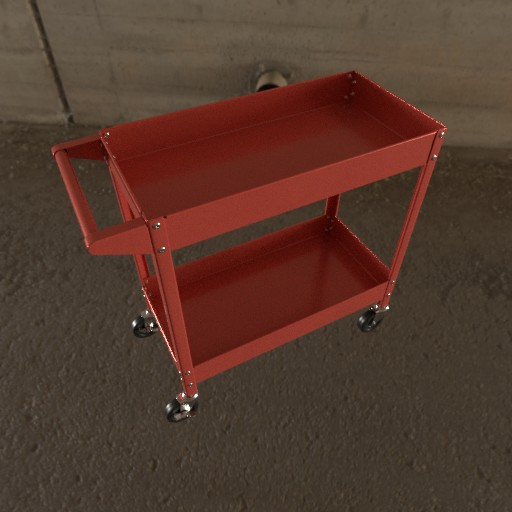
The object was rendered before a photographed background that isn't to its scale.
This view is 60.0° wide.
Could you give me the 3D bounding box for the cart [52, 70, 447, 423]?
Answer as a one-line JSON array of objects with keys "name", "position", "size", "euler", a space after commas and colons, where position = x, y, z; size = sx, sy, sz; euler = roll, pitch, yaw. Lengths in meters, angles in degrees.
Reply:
[{"name": "cart", "position": [0.000, 0.000, 1.180], "size": [0.779, 0.719, 0.366], "euler": [-20, 49, -19]}]
